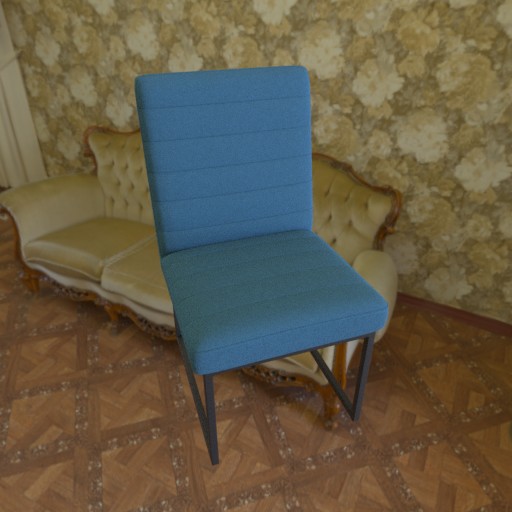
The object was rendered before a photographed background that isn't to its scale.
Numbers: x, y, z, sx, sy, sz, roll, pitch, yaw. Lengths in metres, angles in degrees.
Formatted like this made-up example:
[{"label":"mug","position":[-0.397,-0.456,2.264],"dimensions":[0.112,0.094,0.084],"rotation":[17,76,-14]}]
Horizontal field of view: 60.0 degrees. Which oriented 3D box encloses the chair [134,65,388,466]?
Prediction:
[{"label":"chair","position":[0.000,0.000,1.287],"dimensions":[0.520,0.930,0.634],"rotation":[-10,34,-16]}]
